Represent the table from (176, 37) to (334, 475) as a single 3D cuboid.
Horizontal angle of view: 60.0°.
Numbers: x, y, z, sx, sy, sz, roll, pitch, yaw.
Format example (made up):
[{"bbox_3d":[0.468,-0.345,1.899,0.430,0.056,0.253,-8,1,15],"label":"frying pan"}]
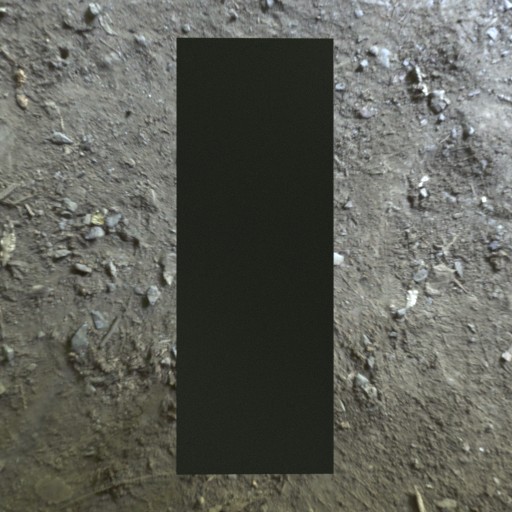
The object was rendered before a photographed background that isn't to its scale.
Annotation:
[{"bbox_3d":[0.000,0.000,1.459,0.397,0.753,1.068,0,90,-1],"label":"table"}]
